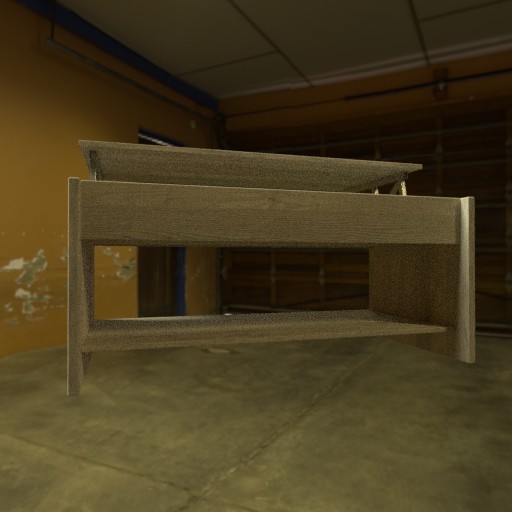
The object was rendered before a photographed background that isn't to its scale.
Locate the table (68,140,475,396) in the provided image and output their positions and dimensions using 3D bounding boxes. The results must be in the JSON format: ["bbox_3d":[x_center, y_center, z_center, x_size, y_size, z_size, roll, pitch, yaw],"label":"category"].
[{"bbox_3d":[0.000,0.000,1.373,1.000,0.570,0.712,0,0,-17],"label":"table"}]
